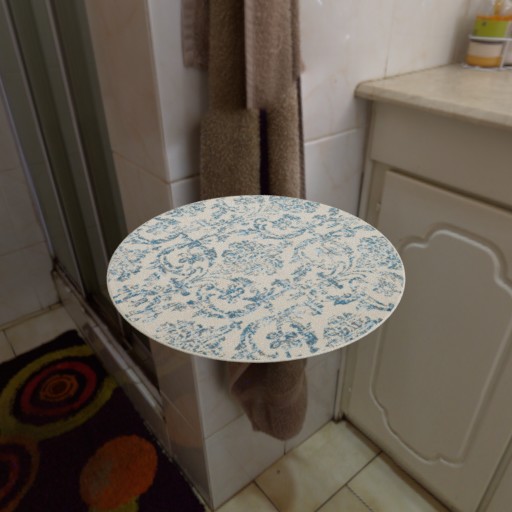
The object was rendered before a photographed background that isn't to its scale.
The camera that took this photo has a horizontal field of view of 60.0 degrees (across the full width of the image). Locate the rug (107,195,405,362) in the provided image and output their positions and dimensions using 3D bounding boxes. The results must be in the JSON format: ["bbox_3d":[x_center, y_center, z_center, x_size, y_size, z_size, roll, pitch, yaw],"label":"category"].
[{"bbox_3d":[0.000,0.000,2.458,1.593,0.012,1.593,0,32,0],"label":"rug"}]
